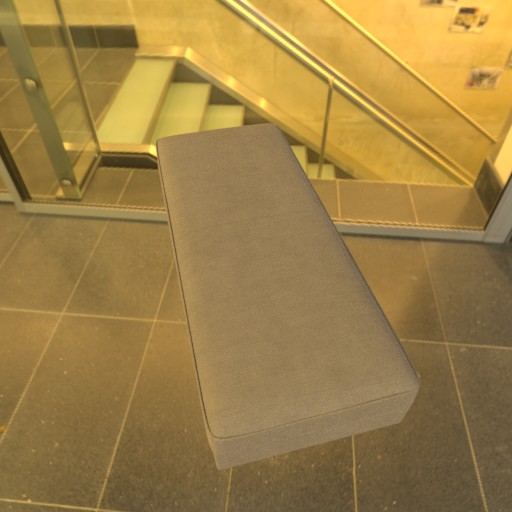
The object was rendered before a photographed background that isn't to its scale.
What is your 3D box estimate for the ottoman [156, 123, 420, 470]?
[{"bbox_3d":[0.000,0.000,2.086,0.751,0.470,1.764,-10,47,-10],"label":"ottoman"}]
